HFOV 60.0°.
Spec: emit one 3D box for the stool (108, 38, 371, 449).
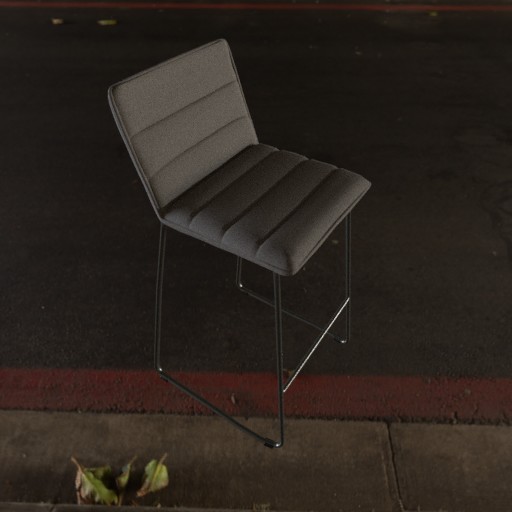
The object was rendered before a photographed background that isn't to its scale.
[{"bbox_3d":[0.000,0.000,1.211,0.490,0.960,0.490,25,48,24],"label":"stool"}]
